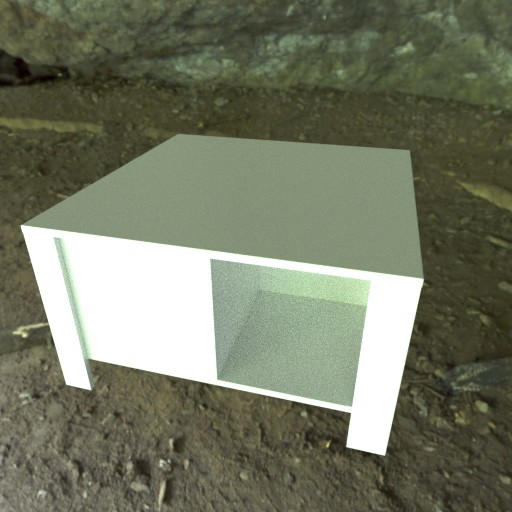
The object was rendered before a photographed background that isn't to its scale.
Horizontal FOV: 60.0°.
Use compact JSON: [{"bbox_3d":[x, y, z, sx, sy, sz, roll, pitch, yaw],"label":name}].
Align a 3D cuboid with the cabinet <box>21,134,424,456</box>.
[{"bbox_3d":[0.000,0.000,1.281,0.800,0.460,0.800,8,30,13],"label":"cabinet"}]
